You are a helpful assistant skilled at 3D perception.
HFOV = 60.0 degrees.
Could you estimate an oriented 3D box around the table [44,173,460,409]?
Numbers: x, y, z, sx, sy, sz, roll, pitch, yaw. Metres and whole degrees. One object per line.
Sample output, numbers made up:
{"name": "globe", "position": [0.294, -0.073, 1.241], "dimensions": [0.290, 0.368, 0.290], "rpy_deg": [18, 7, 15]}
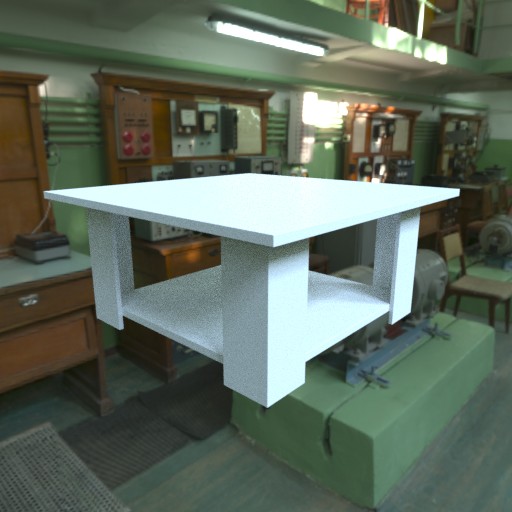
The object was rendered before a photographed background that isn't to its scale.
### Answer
{"name": "table", "position": [0.000, 0.000, 1.048], "dimensions": [0.670, 0.305, 0.670], "rpy_deg": [13, 20, 41]}
